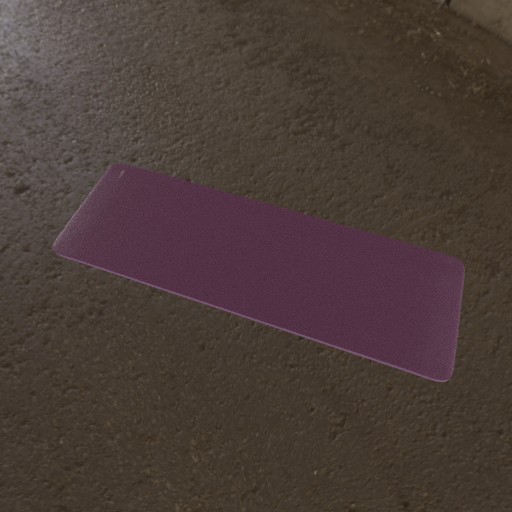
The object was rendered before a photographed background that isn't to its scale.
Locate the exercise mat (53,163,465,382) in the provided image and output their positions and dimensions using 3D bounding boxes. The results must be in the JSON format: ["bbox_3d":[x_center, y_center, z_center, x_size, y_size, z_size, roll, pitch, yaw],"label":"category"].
[{"bbox_3d":[0.000,0.000,2.080,1.869,0.021,0.616,17,59,10],"label":"exercise mat"}]
